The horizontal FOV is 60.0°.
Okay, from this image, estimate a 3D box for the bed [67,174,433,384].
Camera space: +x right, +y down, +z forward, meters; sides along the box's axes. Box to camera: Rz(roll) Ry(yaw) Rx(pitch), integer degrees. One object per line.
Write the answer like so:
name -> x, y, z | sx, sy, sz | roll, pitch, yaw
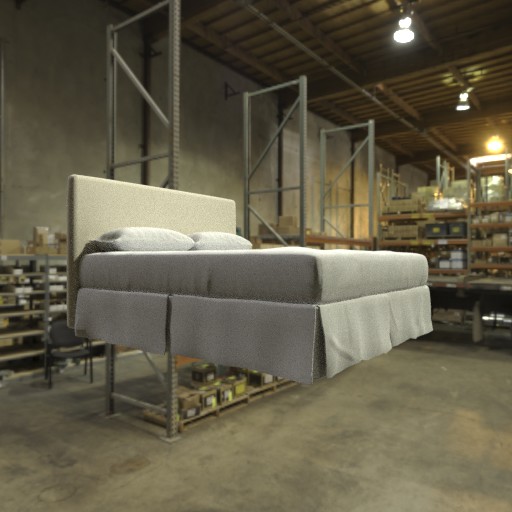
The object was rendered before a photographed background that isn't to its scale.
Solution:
bed -> 0.000, 0.000, 3.673 | 2.341, 1.317, 2.119 | 0, 0, 37
